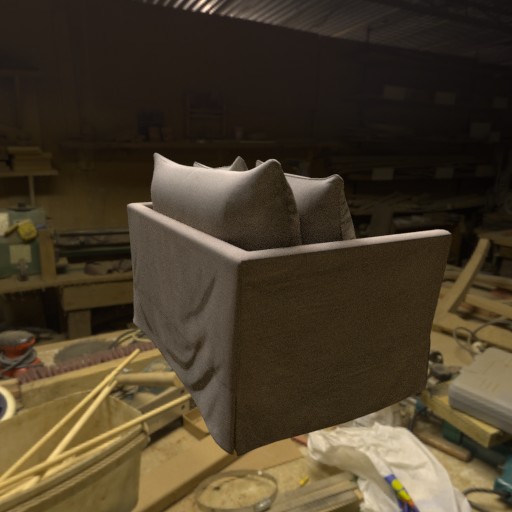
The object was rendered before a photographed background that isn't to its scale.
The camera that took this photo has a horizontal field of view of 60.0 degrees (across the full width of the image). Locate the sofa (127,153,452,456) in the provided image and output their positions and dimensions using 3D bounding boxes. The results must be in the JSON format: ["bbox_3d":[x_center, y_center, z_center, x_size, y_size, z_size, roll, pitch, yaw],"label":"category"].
[{"bbox_3d":[0.000,0.000,2.315,1.035,1.040,1.608,-7,15,-27],"label":"sofa"}]
